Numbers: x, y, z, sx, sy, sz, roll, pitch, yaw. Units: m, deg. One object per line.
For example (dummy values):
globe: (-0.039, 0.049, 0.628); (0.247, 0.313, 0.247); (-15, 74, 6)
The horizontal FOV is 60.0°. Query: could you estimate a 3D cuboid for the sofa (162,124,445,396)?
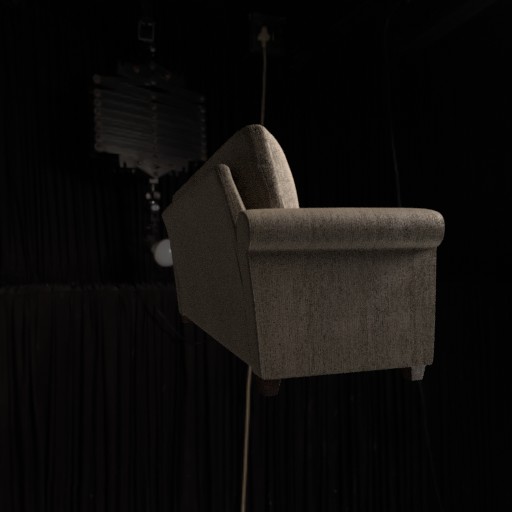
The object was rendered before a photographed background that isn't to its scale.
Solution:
sofa: (0.000, 0.000, 2.413); (0.842, 0.942, 1.935); (0, 0, -18)
